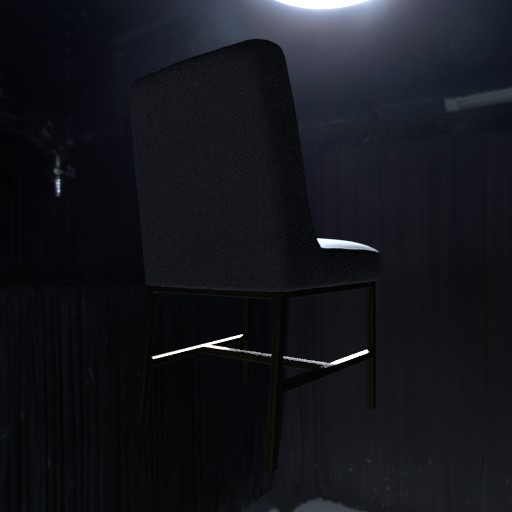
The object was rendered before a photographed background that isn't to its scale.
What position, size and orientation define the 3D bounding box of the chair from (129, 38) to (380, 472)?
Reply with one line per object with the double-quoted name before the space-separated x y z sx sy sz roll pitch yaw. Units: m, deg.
"chair" 0.000 0.000 1.228 0.508 0.889 0.587 0 -1 36
